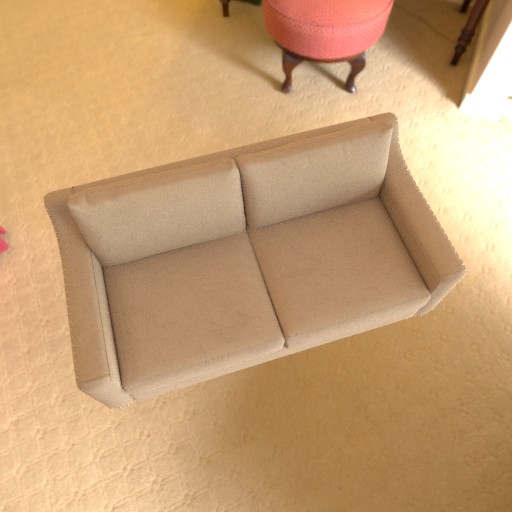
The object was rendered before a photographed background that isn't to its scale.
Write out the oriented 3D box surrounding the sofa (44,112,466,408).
[{"bbox_3d":[0.000,0.000,2.432,1.967,0.901,1.030,-15,63,-8],"label":"sofa"}]
